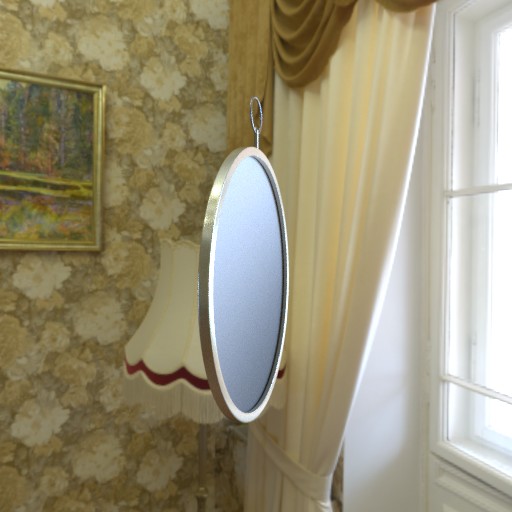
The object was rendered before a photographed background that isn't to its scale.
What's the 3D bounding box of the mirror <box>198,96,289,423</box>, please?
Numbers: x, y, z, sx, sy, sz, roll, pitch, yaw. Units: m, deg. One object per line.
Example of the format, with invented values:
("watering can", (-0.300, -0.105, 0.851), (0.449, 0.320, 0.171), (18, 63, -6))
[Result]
("mirror", (0.000, 0.000, 0.997), (0.020, 0.713, 0.594), (0, 1, 17))
